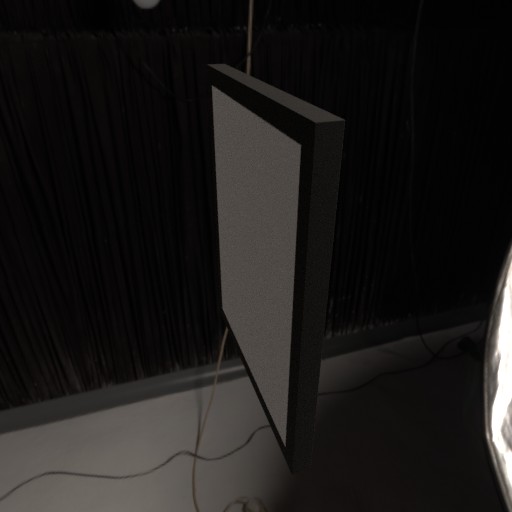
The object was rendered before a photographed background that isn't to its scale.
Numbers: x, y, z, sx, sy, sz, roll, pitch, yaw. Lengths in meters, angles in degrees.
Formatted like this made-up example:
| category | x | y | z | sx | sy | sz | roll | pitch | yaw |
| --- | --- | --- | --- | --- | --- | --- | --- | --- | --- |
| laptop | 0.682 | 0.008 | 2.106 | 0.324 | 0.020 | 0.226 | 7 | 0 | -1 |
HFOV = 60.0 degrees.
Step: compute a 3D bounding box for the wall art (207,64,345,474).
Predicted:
| category | x | y | z | sx | sy | sz | roll | pitch | yaw |
| --- | --- | --- | --- | --- | --- | --- | --- | --- | --- |
| wall art | 0.000 | 0.000 | 0.552 | 0.024 | 0.404 | 0.329 | -10 | 32 | -16 |
